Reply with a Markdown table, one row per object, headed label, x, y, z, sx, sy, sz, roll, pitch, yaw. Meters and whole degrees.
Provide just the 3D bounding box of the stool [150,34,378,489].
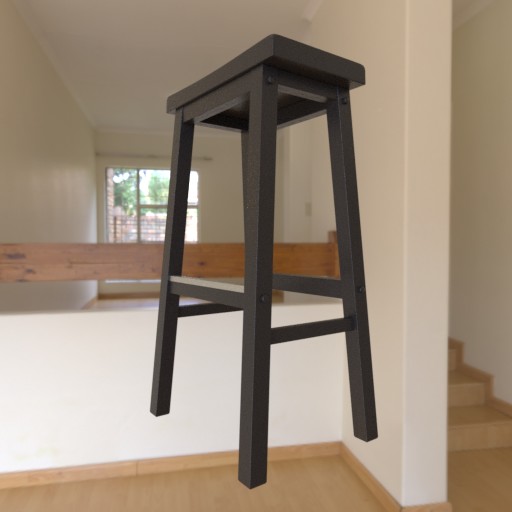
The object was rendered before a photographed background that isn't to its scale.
| label | x | y | z | sx | sy | sz | roll | pitch | yaw |
| --- | --- | --- | --- | --- | --- | --- | --- | --- | --- |
| stool | 0.000 | 0.000 | 0.962 | 0.322 | 0.742 | 0.406 | -1 | 2 | -36 |
